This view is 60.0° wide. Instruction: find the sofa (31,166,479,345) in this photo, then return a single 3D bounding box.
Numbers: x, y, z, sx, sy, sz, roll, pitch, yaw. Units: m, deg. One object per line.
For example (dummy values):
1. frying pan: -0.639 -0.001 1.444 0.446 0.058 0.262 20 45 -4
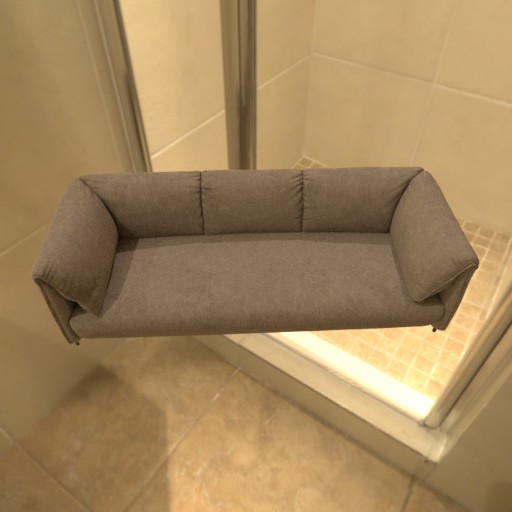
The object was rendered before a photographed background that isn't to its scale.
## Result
1. sofa: 0.000 0.000 2.686 2.238 0.758 0.899 -2 45 -2
